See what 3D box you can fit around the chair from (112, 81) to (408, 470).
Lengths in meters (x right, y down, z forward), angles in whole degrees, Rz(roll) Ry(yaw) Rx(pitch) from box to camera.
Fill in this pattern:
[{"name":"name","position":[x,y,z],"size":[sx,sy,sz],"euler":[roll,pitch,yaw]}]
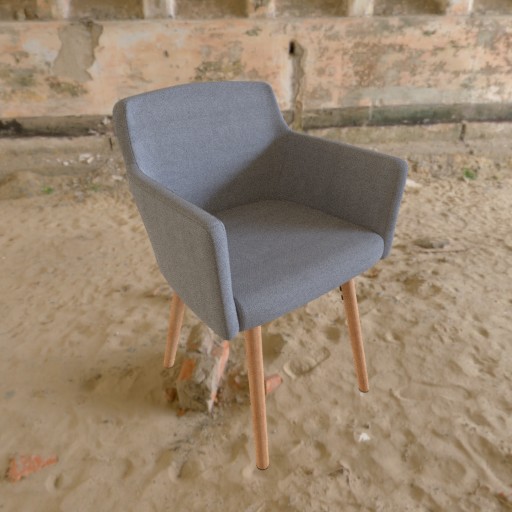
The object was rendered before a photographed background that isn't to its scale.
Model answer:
[{"name":"chair","position":[0.000,0.000,1.133],"size":[0.570,0.780,0.540],"euler":[-22,36,-34]}]
